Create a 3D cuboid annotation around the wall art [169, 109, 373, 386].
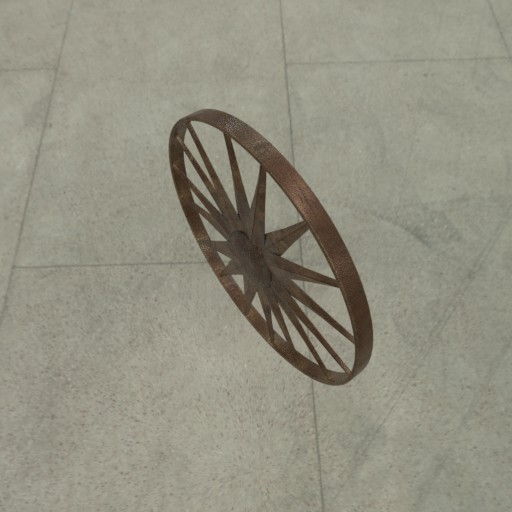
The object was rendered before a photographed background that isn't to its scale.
[{"bbox_3d":[0.000,0.000,0.875,0.084,0.583,0.582,-34,69,-15],"label":"wall art"}]
